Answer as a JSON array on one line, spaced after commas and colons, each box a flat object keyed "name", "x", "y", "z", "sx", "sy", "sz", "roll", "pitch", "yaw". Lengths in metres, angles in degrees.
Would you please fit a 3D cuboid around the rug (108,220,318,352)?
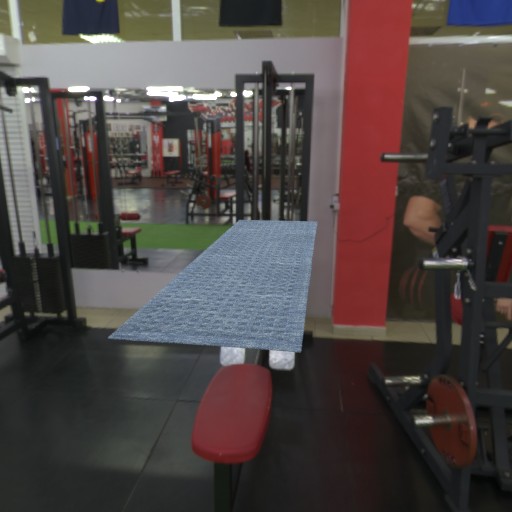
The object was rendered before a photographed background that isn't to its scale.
[{"name": "rug", "x": 0.000, "y": 0.000, "z": 2.693, "sx": 0.688, "sy": 0.008, "sz": 2.443, "roll": 2, "pitch": 15, "yaw": 9}]
